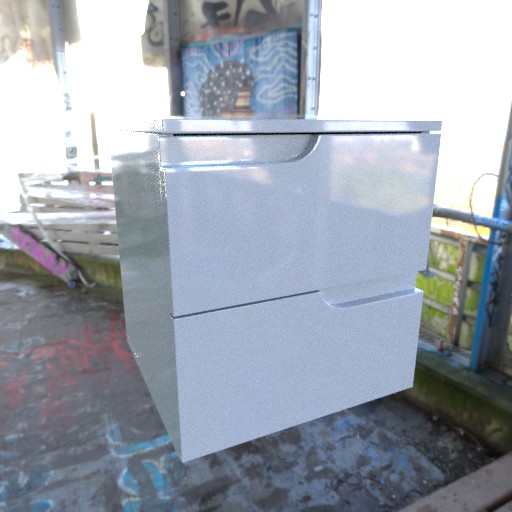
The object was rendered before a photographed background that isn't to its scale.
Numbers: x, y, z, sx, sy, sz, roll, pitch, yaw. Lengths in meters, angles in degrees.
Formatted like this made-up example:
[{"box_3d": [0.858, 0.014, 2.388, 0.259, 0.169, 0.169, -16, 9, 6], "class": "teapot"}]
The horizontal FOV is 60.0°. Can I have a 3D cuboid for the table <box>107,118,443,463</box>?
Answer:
[{"box_3d": [0.000, 0.000, 0.805, 0.420, 0.470, 0.400, -8, 18, -25], "class": "table"}]
